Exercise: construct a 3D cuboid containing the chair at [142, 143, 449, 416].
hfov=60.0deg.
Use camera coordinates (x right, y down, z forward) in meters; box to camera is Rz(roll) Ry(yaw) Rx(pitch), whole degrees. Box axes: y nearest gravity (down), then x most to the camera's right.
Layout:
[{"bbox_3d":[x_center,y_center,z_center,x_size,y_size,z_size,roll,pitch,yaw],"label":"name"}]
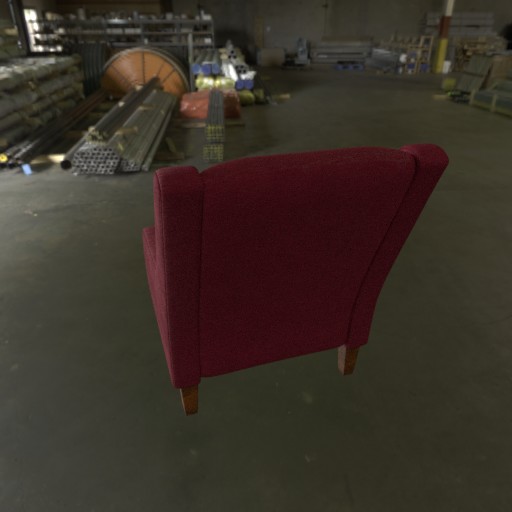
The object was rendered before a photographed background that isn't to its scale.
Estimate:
[{"bbox_3d":[0.000,0.000,1.713,0.793,1.017,0.985,-9,29,-17],"label":"chair"}]
